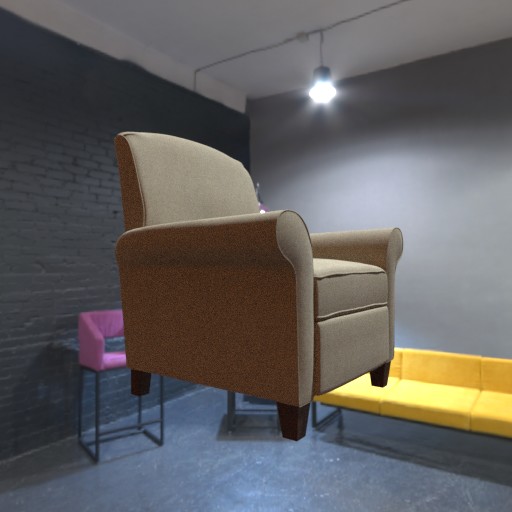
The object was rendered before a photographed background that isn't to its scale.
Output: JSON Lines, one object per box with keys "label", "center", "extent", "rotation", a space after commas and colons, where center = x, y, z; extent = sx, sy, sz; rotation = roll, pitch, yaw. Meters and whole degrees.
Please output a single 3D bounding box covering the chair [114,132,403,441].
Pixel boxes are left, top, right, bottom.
{"label": "chair", "center": [0.000, 0.000, 1.787], "extent": [0.905, 1.061, 0.978], "rotation": [0, -1, 37]}
